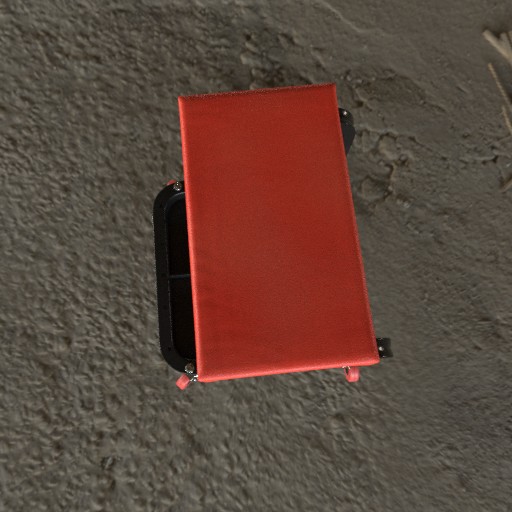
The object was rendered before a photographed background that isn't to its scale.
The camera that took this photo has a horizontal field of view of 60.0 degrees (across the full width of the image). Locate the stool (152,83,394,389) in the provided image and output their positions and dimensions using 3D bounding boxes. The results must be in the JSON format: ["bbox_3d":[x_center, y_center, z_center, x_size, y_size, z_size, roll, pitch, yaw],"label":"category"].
[{"bbox_3d":[0.000,0.000,0.729,0.371,0.380,0.446,-6,77,-1],"label":"stool"}]
